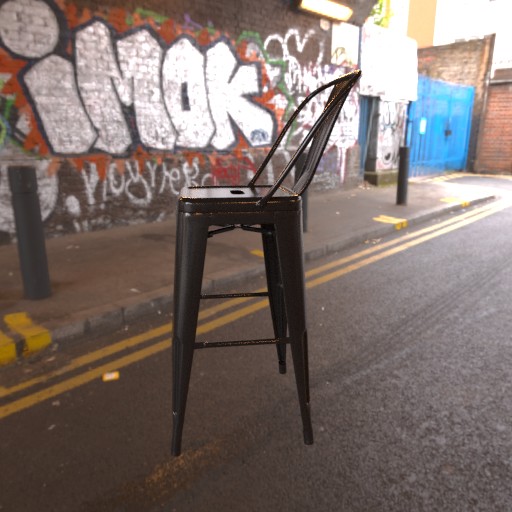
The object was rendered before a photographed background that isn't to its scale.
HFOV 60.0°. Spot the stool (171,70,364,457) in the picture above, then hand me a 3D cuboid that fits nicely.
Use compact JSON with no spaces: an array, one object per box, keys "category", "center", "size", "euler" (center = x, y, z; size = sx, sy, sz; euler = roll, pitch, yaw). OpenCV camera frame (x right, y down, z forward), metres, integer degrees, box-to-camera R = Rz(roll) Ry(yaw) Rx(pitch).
[{"category":"stool","center":[0.000,0.000,1.321],"size":[0.528,1.022,0.432],"euler":[-2,15,-7]}]
